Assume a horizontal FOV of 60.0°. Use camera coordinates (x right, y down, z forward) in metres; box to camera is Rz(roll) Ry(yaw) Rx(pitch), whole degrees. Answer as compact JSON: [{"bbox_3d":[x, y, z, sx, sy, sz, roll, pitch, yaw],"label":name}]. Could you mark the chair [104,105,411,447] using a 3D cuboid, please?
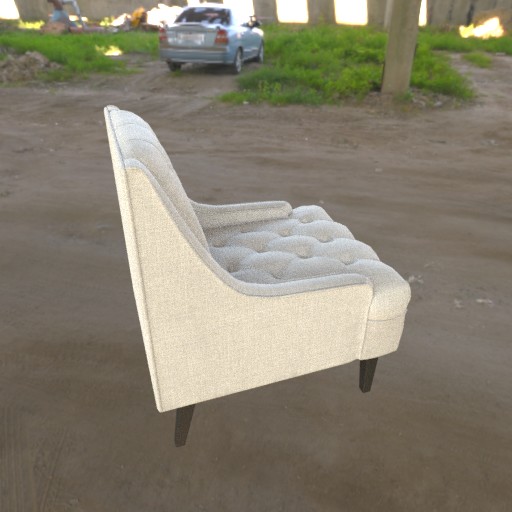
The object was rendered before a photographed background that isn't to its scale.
[{"bbox_3d":[0.000,0.000,1.427,0.772,0.891,0.658,-10,31,-17],"label":"chair"}]
